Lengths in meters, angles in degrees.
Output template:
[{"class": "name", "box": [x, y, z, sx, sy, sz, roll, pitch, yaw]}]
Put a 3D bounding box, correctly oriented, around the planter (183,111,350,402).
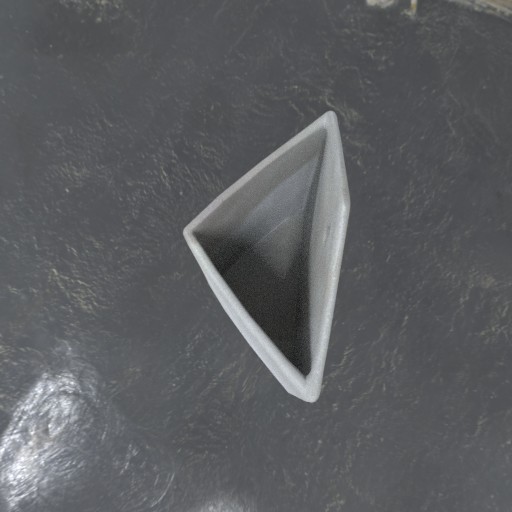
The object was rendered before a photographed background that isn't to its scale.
[{"class": "planter", "box": [0.000, 0.000, 0.274, 0.080, 0.194, 0.163, 6, 75, 2]}]
